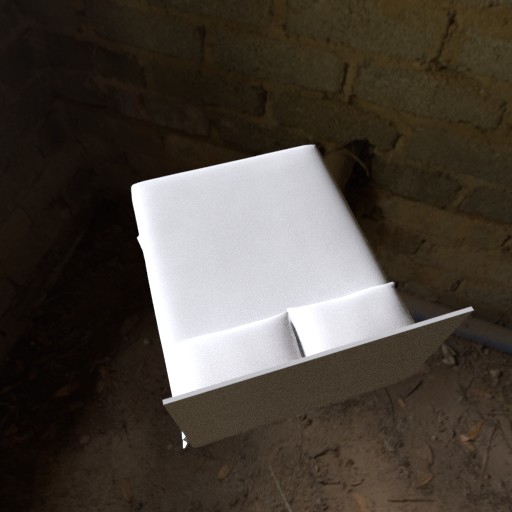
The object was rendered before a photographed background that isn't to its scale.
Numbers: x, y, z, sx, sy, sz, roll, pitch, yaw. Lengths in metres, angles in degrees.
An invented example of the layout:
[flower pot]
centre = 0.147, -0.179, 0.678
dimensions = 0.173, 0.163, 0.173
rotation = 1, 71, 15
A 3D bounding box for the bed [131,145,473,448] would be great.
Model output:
[bed]
centre = 0.000, 0.000, 3.228
dimensions = 1.745, 1.335, 2.094
rotation = -15, 59, -9
